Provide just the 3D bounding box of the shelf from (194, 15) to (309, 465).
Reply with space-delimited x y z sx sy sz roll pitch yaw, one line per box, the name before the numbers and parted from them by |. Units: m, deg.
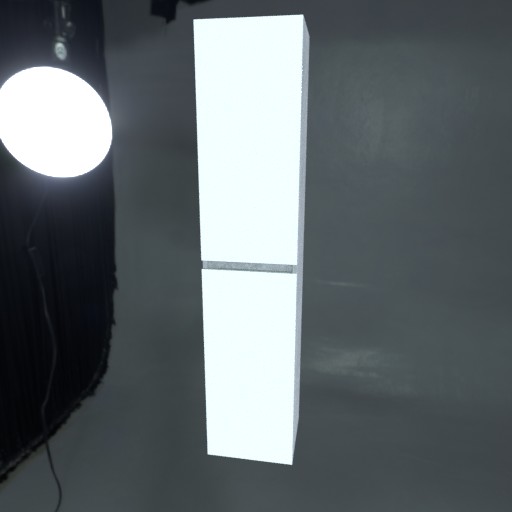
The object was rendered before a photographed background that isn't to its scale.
shelf | 0.000 0.000 1.498 0.300 1.400 0.270 3 15 10
